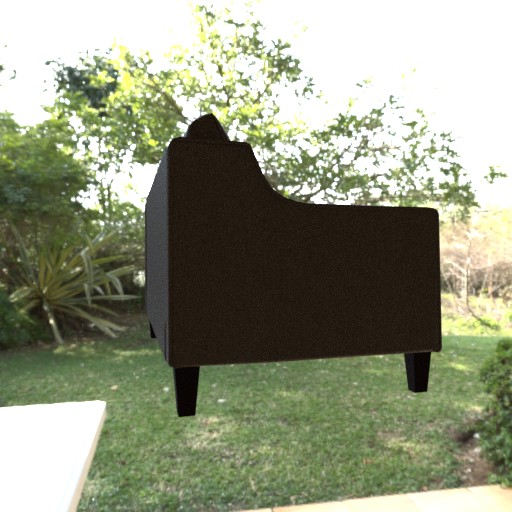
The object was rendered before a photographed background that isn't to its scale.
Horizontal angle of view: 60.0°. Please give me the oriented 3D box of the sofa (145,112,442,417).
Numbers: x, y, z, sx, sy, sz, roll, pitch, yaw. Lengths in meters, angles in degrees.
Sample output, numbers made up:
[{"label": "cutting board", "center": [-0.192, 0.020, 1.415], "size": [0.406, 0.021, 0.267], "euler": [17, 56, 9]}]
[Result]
[{"label": "sofa", "center": [0.000, 0.000, 2.148], "size": [0.985, 0.981, 1.503], "euler": [0, 0, -17]}]
